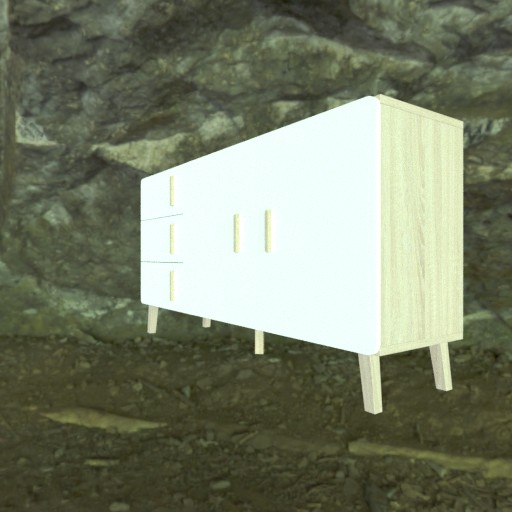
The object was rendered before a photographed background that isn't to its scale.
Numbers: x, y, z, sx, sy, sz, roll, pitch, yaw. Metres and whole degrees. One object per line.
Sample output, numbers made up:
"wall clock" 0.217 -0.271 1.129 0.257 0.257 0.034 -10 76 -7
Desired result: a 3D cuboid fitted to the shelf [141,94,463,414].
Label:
"shelf" 0.000 0.000 1.768 0.400 0.780 1.490 0 0 -36
